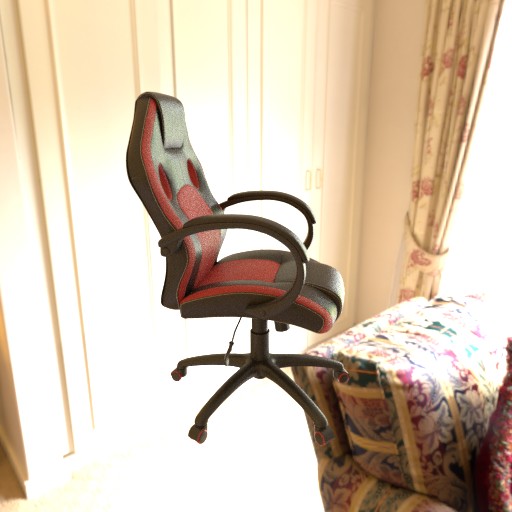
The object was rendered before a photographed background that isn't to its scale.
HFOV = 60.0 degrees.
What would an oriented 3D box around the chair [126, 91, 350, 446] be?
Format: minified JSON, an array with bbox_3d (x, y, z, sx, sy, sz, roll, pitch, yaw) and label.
[{"bbox_3d":[0.000,0.000,1.712,0.783,1.189,0.750,3,16,9],"label":"chair"}]
